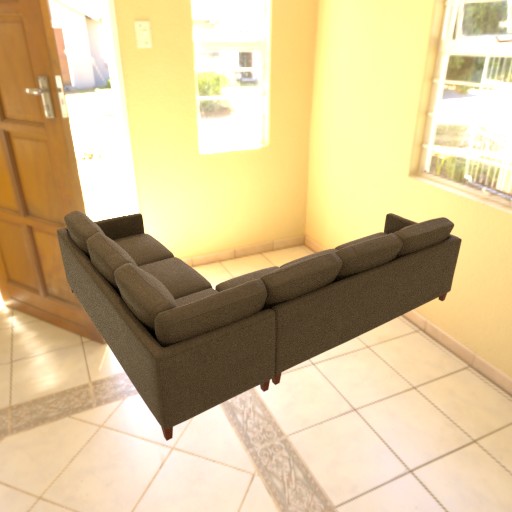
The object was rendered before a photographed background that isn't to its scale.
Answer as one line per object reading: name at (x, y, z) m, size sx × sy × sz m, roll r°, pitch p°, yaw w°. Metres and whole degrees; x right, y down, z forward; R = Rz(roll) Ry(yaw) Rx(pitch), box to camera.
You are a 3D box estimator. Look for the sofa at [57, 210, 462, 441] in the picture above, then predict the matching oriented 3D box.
sofa at (0.000, 0.000, 4.590) m, size 3.302 × 0.947 × 2.593 m, roll -17°, pitch 31°, yaw -31°
